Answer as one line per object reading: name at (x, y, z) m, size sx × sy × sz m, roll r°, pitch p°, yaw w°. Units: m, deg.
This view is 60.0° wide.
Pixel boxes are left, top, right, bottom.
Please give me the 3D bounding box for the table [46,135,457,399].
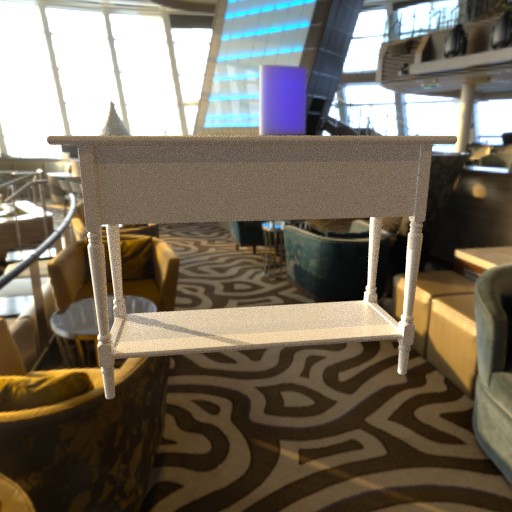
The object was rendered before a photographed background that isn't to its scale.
table at (0.000, 0.000, 1.555) m, size 1.191 × 0.814 × 0.386 m, roll -2°, pitch 15°, yaw -8°
